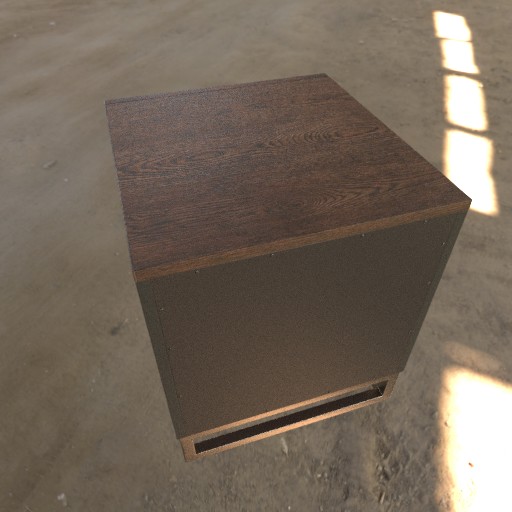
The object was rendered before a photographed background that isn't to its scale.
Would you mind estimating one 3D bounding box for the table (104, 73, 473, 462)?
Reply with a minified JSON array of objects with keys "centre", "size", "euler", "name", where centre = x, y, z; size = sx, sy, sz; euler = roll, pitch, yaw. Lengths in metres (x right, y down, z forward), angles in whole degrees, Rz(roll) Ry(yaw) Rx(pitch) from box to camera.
[{"centre":[0.000,0.000,1.004],"size":[0.506,0.582,0.566],"euler":[-12,44,-13],"name":"table"}]
